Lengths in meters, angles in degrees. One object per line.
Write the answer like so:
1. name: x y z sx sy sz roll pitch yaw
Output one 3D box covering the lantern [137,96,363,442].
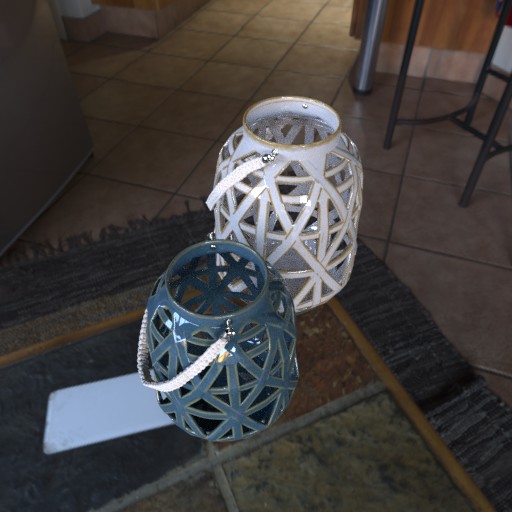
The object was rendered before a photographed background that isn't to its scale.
1. lantern: 0.000 0.000 0.607 0.245 0.307 0.439 16 49 15
